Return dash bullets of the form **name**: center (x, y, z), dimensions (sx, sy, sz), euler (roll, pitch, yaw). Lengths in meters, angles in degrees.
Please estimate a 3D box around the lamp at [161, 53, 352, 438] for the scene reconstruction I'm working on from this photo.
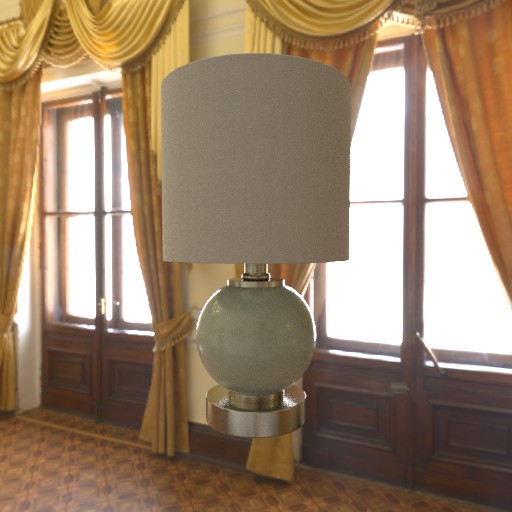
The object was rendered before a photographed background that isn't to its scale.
- **lamp**: center (0.000, 0.000, 0.482), dimensions (0.201, 0.353, 0.201), euler (1, 2, 37)
